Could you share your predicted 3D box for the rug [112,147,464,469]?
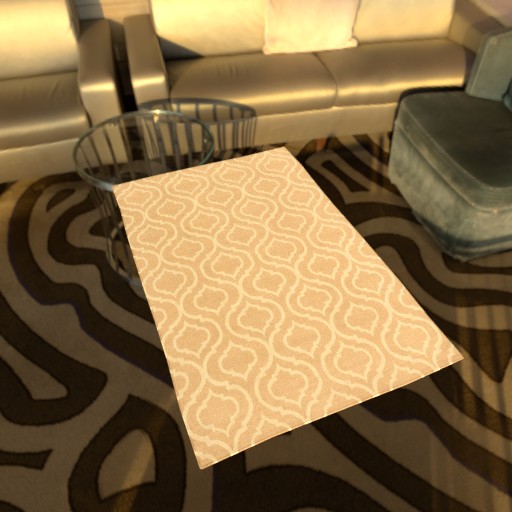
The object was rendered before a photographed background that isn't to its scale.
[{"bbox_3d":[0.000,0.000,2.242,1.152,0.013,1.761,-17,48,-16],"label":"rug"}]
